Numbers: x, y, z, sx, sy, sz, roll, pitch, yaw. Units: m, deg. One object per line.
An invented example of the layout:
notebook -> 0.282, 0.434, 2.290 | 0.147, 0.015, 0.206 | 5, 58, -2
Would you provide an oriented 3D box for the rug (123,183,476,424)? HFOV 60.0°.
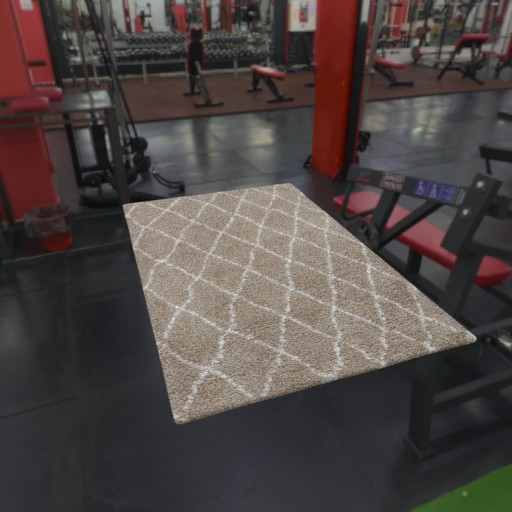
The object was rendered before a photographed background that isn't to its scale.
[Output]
rug -> 0.000, 0.000, 3.452 | 1.778, 0.030, 2.743 | -10, 31, -17
